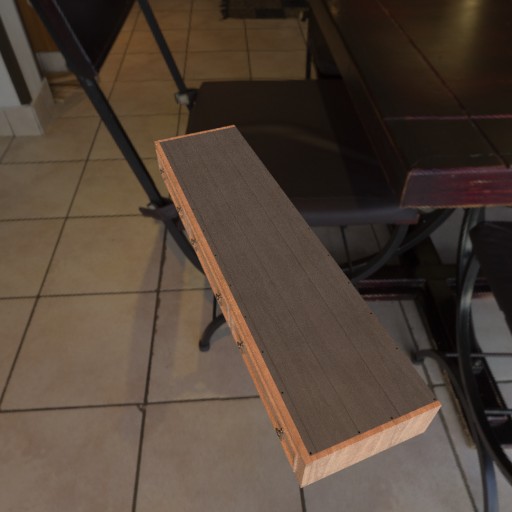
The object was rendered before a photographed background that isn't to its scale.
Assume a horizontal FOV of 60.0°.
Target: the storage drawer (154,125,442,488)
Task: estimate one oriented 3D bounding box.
[{"bbox_3d":[0.000,0.000,2.188,0.538,0.264,2.032,-16,48,-15],"label":"storage drawer"}]
